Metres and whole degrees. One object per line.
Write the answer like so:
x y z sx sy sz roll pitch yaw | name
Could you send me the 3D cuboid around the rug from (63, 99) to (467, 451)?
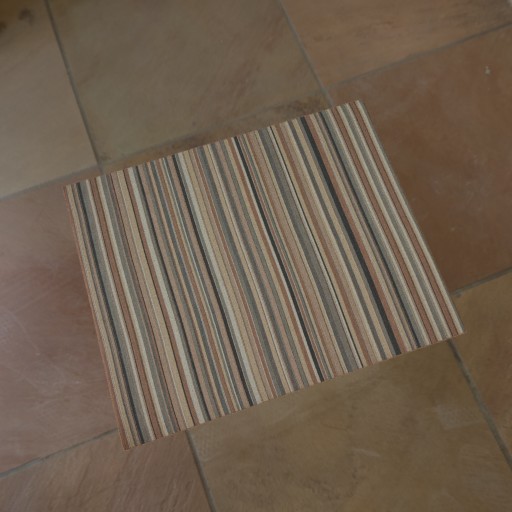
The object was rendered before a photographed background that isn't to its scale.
0.000 0.000 4.001 3.045 0.011 2.436 -18 75 -5 | rug
